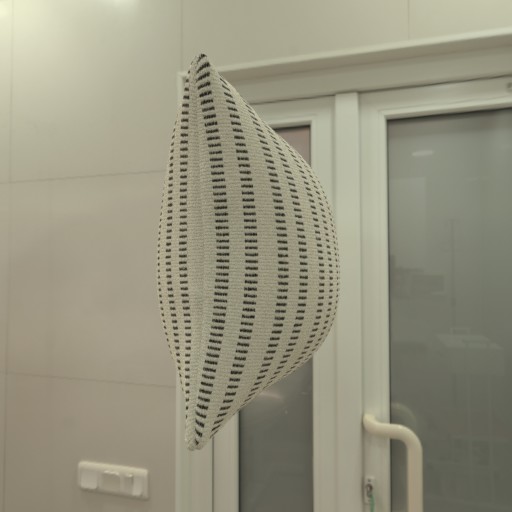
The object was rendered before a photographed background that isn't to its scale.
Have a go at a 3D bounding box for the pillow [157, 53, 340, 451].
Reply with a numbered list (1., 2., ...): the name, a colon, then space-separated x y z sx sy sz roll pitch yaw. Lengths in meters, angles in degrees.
1. pillow: 0.000 0.000 0.667 0.247 0.419 0.438 -1 -2 17
